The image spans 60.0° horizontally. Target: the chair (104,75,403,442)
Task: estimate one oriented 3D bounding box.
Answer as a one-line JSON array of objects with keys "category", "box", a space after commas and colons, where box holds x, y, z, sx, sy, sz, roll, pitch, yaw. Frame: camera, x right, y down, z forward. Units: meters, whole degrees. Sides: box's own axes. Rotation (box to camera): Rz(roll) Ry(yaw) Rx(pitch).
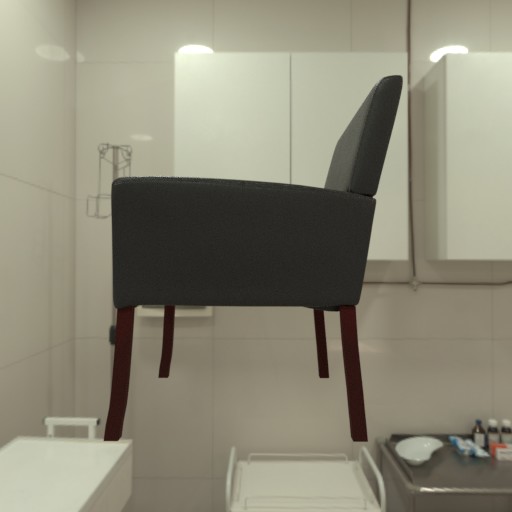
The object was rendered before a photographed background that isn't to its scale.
[{"category": "chair", "box": [0.000, 0.000, 1.454, 0.772, 0.951, 0.683, 0, -1, 0]}]
